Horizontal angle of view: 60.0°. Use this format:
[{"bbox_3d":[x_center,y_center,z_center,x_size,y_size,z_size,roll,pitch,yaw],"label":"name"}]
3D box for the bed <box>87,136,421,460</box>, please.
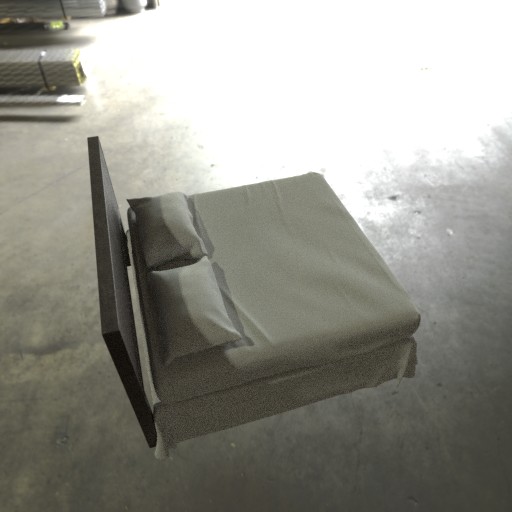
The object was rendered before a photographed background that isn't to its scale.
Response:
[{"bbox_3d":[0.000,0.000,2.904,1.785,1.142,1.772,-12,46,-12],"label":"bed"}]
